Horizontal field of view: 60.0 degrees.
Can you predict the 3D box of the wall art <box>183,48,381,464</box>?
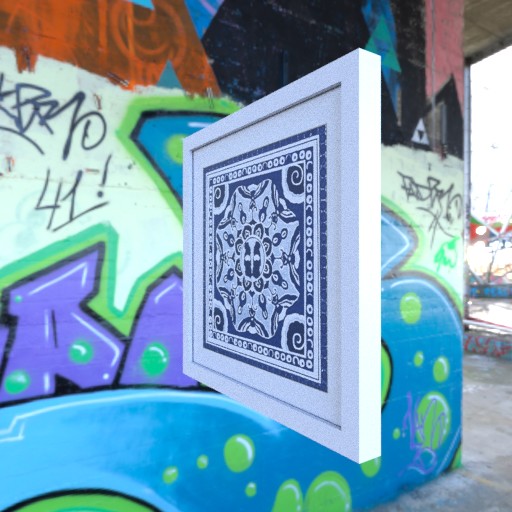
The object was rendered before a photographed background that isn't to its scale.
[{"bbox_3d":[0.000,0.000,0.533,0.027,0.355,0.355,0,0,-34],"label":"wall art"}]
